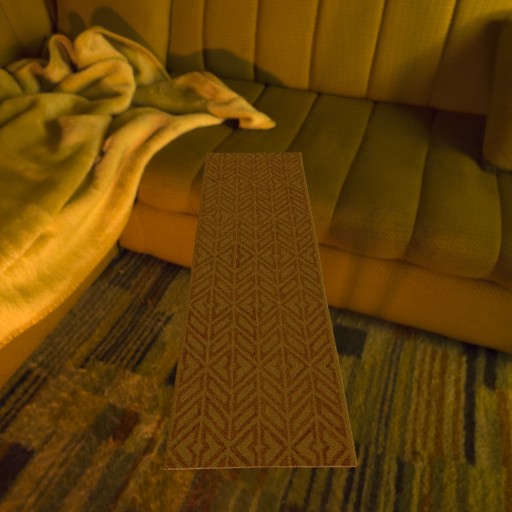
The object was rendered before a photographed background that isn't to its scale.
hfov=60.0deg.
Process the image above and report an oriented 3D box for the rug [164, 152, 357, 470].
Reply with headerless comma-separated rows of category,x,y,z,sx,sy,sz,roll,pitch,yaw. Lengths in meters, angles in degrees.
rug,0.000,0.000,2.610,0.750,0.009,2.435,-1,42,-1
